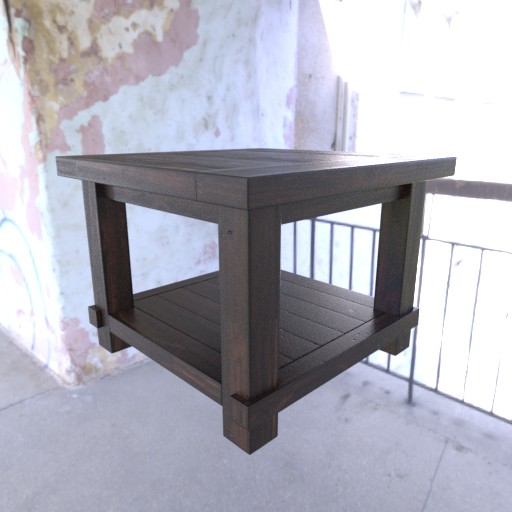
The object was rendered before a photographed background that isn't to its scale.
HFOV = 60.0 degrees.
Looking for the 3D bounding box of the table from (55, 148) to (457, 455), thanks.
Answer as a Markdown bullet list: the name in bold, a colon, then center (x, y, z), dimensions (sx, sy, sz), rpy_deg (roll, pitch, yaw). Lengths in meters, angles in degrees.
- **table**: center (0.000, 0.000, 0.993), dimensions (0.606, 0.437, 0.593), rpy_deg (-15, 22, -42)
